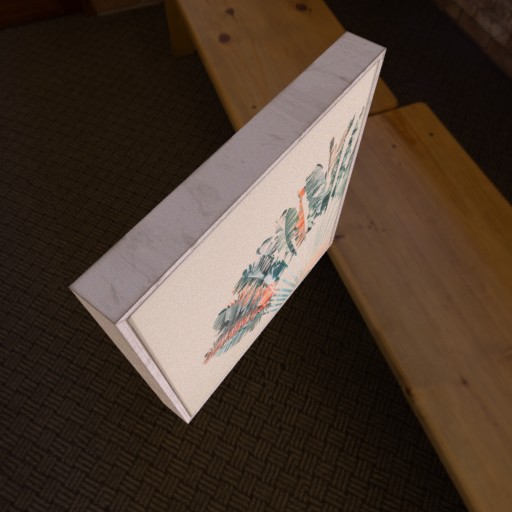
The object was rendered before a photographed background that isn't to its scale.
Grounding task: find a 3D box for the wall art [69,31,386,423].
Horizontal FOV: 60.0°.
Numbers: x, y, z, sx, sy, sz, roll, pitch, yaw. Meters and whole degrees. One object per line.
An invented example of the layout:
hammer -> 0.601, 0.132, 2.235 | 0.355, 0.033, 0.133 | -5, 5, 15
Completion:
wall art -> 0.000, 0.000, 0.441 | 0.038, 0.303, 0.305 | 33, 65, 18
